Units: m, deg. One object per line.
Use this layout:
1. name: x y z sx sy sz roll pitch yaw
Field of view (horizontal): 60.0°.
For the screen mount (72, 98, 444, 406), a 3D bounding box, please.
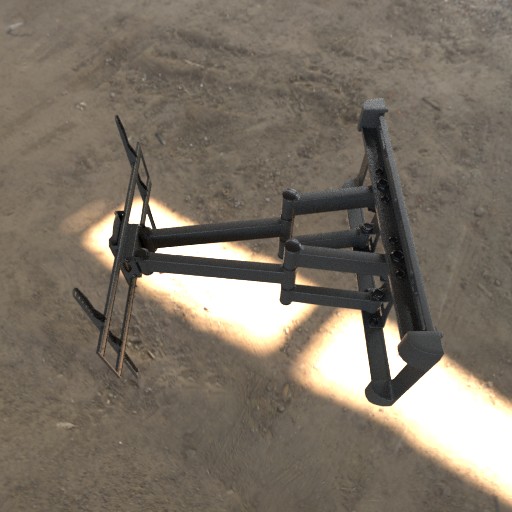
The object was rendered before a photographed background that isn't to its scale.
1. screen mount: 0.000 0.000 0.946 0.556 0.424 0.571 0 58 0
